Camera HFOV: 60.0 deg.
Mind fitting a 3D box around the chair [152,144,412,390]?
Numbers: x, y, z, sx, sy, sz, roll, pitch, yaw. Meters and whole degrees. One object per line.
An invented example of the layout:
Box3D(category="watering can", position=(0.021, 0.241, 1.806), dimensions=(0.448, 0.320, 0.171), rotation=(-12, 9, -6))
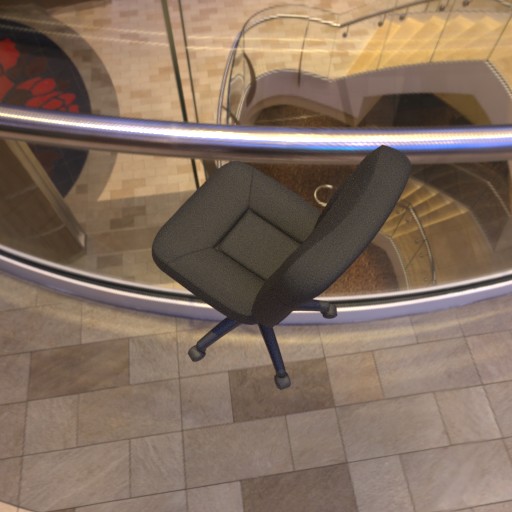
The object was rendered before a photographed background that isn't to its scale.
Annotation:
Box3D(category="chair", position=(0.000, 0.000, 1.354), dimensions=(0.610, 0.972, 0.610), rotation=(32, 67, 16))
